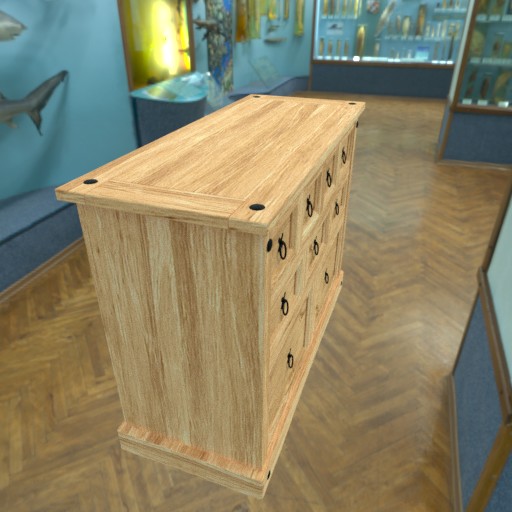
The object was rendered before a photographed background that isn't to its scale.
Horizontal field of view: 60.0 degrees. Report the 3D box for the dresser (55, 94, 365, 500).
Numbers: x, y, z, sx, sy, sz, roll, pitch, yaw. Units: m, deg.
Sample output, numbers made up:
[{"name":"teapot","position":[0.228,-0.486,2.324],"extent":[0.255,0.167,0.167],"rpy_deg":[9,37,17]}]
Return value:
[{"name":"dresser","position":[0.000,0.000,1.325],"extent":[0.410,0.740,0.990],"rpy_deg":[11,32,18]}]
